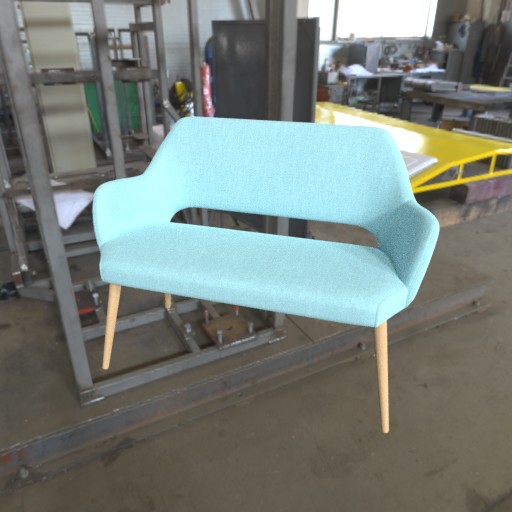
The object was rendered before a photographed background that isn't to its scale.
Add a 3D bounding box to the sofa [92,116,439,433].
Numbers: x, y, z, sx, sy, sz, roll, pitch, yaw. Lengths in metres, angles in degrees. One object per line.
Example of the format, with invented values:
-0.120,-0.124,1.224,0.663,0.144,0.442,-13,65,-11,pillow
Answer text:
0.000,0.000,1.581,1.150,0.840,0.610,8,28,15,sofa
